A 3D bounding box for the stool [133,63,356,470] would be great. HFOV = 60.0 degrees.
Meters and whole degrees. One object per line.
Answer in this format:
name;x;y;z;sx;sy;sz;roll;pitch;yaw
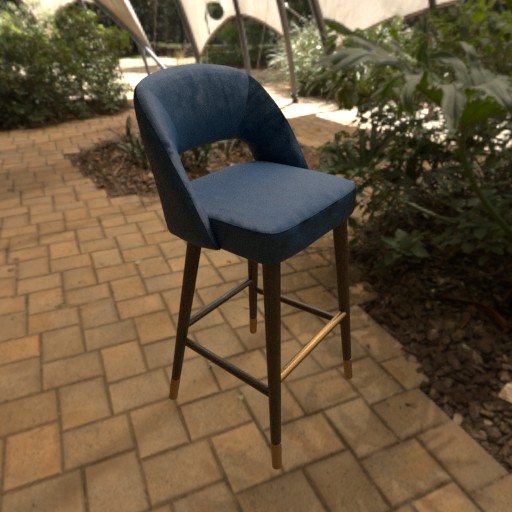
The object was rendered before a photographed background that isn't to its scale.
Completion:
stool;0.000;0.000;1.308;0.515;1.016;0.514;20;34;32
